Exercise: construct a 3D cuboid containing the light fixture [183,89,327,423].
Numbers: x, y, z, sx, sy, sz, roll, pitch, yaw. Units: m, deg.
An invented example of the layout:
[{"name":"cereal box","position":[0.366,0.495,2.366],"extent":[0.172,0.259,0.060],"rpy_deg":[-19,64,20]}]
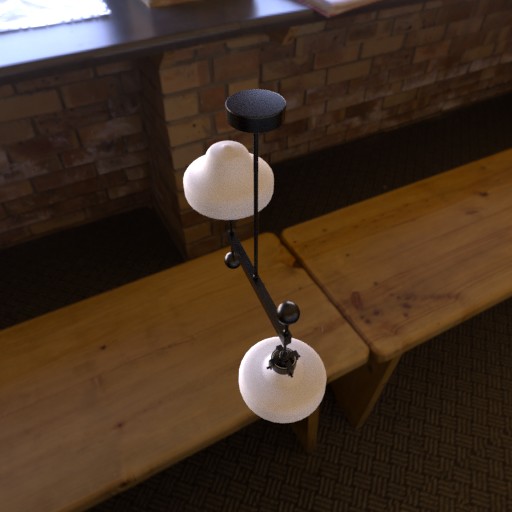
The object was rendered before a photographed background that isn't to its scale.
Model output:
[{"name":"light fixture","position":[0.000,0.000,1.016],"extent":[0.489,0.743,0.422],"rpy_deg":[23,50,21]}]
